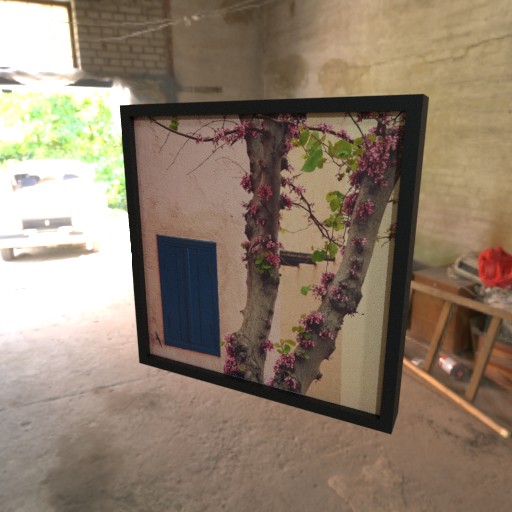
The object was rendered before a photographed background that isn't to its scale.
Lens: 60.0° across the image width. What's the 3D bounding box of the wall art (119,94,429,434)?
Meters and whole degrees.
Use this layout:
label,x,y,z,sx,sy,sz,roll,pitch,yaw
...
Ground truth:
label,x,y,z,sx,sy,sz,roll,pitch,yaw
wall art,0.000,0.000,0.460,0.305,0.304,0.038,8,17,25
